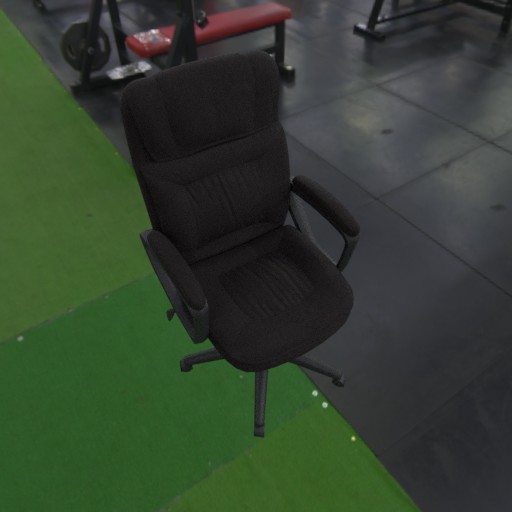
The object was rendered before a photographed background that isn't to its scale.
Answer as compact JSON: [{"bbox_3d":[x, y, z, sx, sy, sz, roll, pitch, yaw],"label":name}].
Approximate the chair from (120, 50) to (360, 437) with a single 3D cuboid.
[{"bbox_3d":[0.000,0.000,1.513,0.667,1.105,0.724,-24,51,-21],"label":"chair"}]
